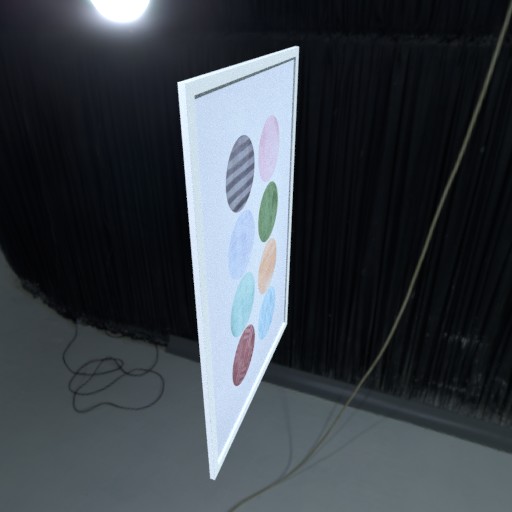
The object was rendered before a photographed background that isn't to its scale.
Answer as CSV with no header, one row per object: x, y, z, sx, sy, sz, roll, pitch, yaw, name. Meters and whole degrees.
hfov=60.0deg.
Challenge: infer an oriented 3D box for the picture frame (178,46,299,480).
0.000,0.000,1.152,0.013,0.940,0.659,10,31,17,picture frame
